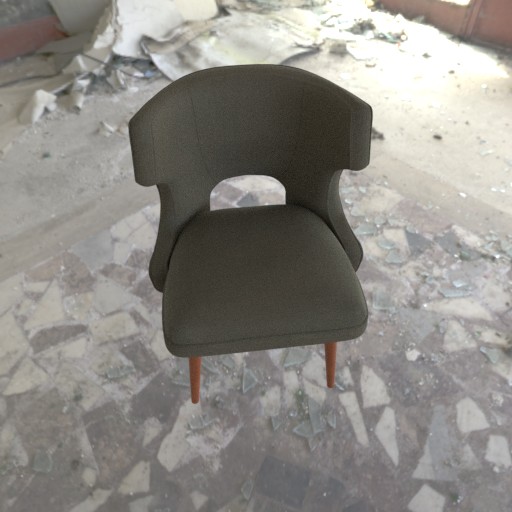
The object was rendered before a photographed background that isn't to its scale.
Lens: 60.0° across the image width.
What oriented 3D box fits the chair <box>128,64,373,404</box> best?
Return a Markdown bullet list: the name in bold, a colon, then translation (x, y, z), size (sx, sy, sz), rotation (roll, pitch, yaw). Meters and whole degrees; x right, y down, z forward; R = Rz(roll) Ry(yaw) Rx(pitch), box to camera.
- **chair**: translation (0.000, 0.000, 1.271), size (0.595, 0.863, 0.581), rotation (-5, 48, -5)
